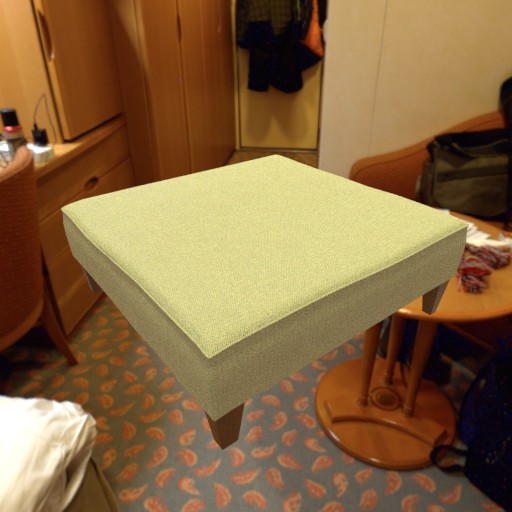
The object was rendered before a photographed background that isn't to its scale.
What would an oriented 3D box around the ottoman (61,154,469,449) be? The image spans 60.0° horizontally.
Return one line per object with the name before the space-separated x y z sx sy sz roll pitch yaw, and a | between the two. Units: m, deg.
ottoman | 0.000 0.000 1.559 1.004 0.379 0.968 -21 36 -32
